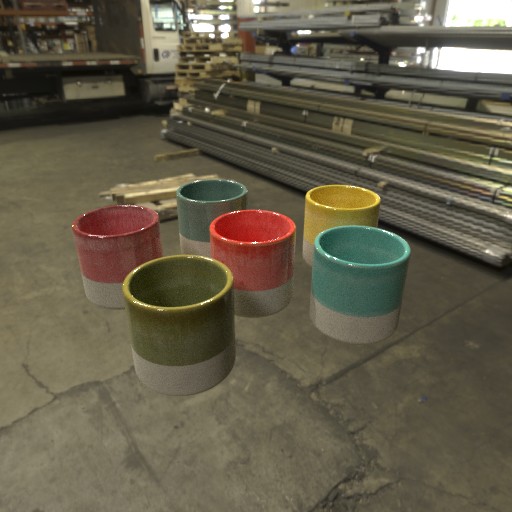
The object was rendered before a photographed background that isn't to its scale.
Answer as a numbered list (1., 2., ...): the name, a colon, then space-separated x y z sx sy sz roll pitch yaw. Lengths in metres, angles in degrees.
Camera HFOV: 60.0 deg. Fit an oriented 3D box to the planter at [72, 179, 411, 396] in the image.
1. planter: 0.000 0.000 0.414 0.286 0.075 0.257 -19 33 -32
